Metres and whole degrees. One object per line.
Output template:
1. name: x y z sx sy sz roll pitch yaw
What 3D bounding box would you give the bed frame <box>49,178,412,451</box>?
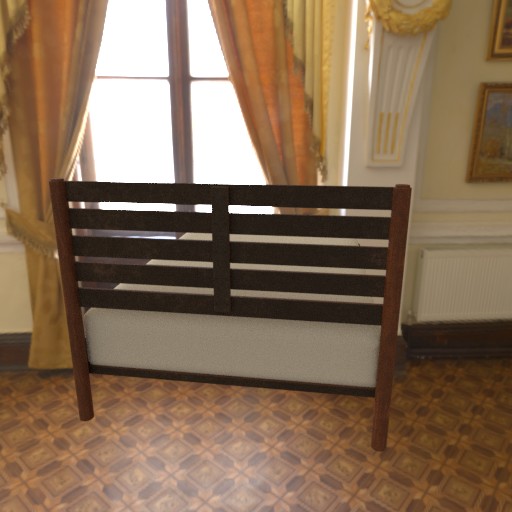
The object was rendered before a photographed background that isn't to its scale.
1. bed frame: 0.000 0.000 3.195 1.655 1.321 2.234 2 17 8
